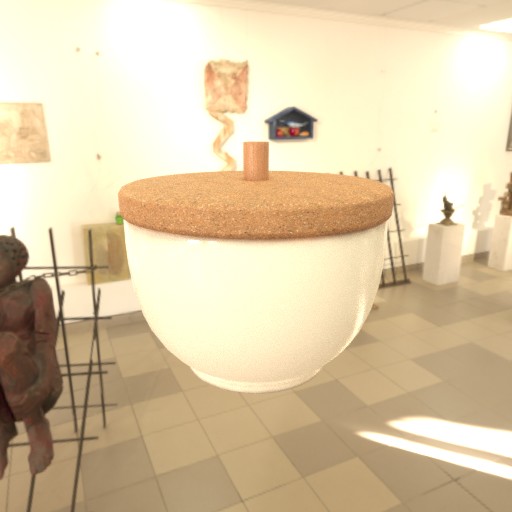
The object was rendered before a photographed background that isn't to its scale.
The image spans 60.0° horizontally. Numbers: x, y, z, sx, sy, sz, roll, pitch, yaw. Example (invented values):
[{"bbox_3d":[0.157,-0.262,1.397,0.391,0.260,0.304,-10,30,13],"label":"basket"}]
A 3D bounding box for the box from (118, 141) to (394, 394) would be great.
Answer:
[{"bbox_3d":[0.000,0.000,0.188,0.107,0.094,0.107,0,16,0],"label":"box"}]
